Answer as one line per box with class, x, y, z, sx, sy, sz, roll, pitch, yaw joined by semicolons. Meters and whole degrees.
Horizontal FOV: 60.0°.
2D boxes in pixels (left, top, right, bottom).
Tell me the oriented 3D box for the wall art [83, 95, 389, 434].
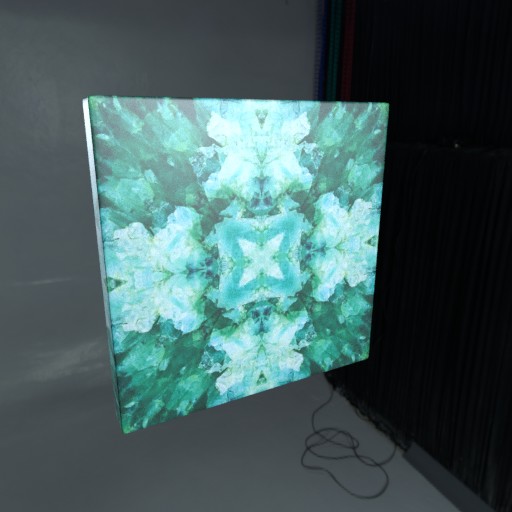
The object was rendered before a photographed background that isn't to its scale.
wall art;0.000;0.000;0.472;0.313;0.313;0.033;-9;19;-27
